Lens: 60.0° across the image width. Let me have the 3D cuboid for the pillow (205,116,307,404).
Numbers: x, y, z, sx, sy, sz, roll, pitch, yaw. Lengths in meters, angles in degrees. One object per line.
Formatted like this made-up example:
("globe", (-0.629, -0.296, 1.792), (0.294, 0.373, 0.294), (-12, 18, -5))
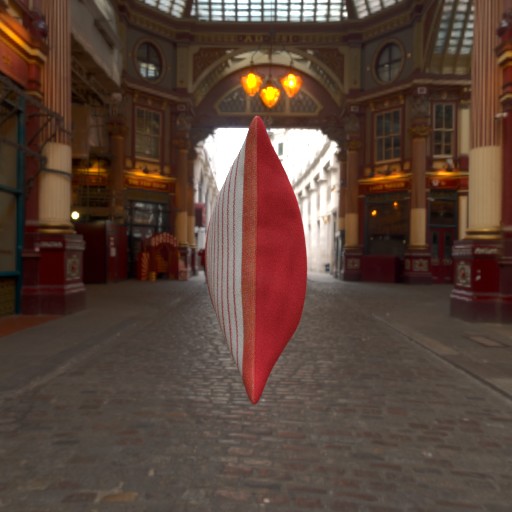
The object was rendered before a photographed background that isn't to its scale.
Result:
("pillow", (0.000, 0.000, 0.747), (0.151, 0.297, 0.608), (0, 1, 0))
